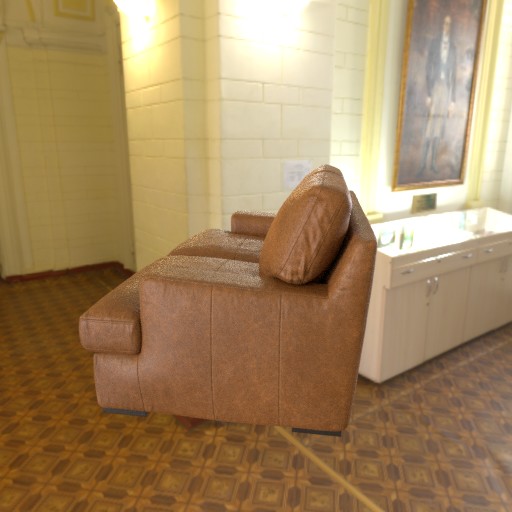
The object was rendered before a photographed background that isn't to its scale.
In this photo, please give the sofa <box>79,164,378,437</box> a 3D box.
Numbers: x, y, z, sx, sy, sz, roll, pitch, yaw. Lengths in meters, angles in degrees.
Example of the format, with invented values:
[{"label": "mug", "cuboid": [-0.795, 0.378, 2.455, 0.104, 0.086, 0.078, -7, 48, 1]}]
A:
[{"label": "sofa", "cuboid": [0.000, 0.000, 2.499, 1.144, 0.966, 1.880, 2, 14, 9]}]
